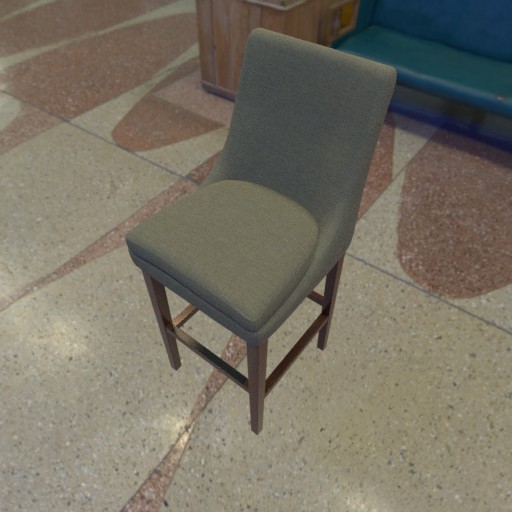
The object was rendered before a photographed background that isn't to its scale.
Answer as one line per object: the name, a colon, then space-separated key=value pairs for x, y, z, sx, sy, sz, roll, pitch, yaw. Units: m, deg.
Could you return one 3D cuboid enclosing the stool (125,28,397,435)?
stool: x=0.000 y=0.000 z=1.337 sx=0.470 sy=1.078 sz=0.577 roll=30 pitch=54 yaw=25
